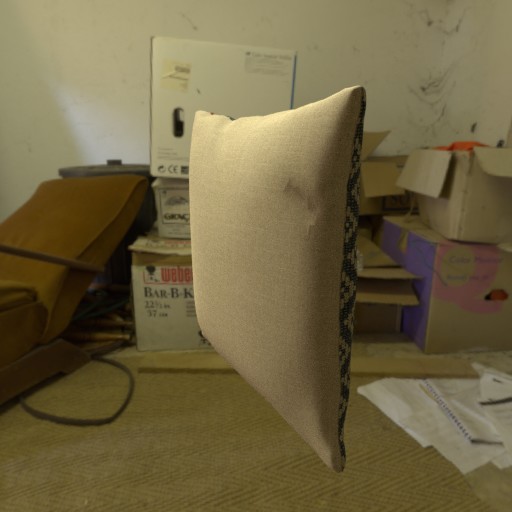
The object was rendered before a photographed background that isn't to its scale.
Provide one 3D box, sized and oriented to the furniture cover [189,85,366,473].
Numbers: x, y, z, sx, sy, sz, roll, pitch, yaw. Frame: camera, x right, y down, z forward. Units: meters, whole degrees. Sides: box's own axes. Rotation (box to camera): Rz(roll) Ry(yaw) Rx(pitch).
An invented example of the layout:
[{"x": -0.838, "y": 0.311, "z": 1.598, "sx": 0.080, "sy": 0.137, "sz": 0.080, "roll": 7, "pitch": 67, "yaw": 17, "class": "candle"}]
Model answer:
[{"x": 0.000, "y": 0.000, "z": 0.651, "sx": 0.139, "sy": 0.431, "sz": 0.431, "roll": -8, "pitch": 17, "yaw": -27, "class": "furniture cover"}]
